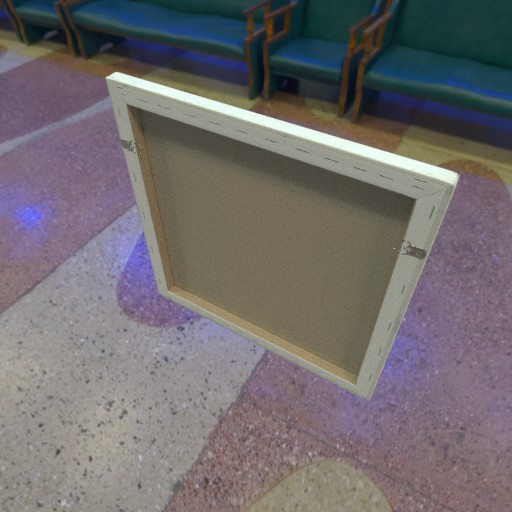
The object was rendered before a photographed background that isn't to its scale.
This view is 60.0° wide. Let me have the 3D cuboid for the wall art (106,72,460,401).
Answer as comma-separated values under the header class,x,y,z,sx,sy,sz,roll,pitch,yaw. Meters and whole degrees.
class,x,y,z,sx,sy,sz,roll,pitch,yaw
wall art,0.000,0.000,1.126,0.762,0.762,0.038,23,50,21
